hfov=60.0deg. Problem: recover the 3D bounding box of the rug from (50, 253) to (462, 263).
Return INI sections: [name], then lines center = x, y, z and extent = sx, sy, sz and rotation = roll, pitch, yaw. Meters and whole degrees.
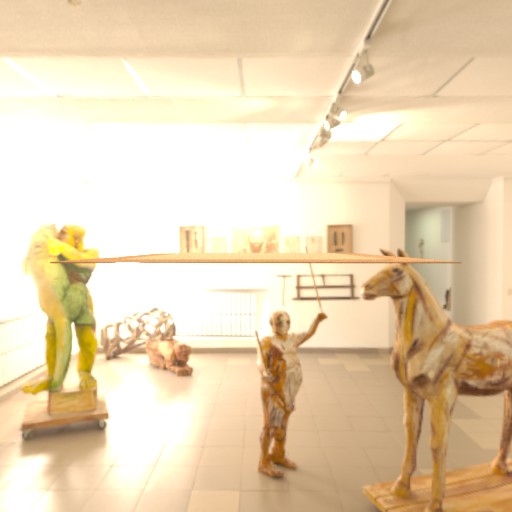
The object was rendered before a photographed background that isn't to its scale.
[rug]
center = 0.000, 0.000, 4.147
extent = 2.438, 0.014, 3.048
rotation = 0, 1, 0
